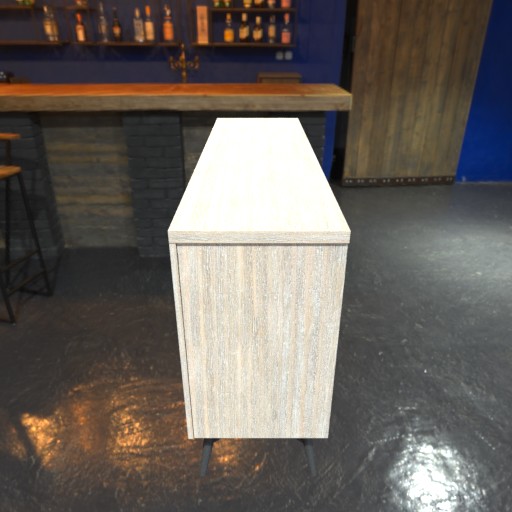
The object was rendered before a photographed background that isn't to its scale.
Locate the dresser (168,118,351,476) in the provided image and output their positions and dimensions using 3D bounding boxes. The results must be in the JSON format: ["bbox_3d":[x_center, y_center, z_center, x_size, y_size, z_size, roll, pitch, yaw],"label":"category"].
[{"bbox_3d":[0.000,0.000,1.953,0.457,0.914,1.524,0,27,0],"label":"dresser"}]
